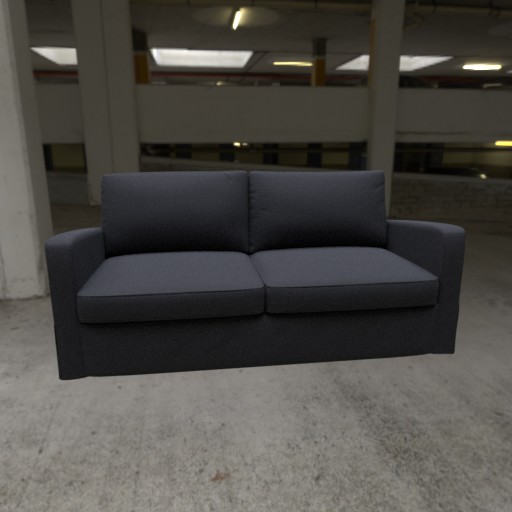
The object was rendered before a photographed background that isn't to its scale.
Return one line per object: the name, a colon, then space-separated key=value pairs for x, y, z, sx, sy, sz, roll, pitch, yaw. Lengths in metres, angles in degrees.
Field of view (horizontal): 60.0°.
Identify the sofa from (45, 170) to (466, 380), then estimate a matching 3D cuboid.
sofa: x=0.000 y=0.000 z=2.325 sx=1.852 sy=0.839 sz=0.898 roll=-2 pitch=15 yaw=-7
